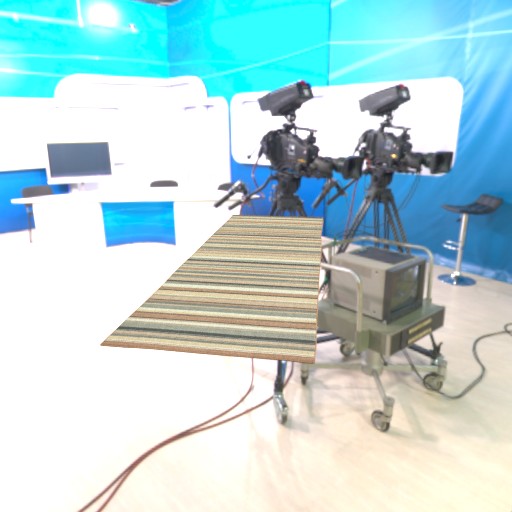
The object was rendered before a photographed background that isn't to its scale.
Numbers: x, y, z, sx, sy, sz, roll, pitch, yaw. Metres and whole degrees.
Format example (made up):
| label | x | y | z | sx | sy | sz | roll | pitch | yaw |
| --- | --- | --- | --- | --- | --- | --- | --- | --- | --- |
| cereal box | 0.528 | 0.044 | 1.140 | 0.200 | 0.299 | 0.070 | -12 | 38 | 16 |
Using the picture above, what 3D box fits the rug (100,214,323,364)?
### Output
| label | x | y | z | sx | sy | sz | roll | pitch | yaw |
| --- | --- | --- | --- | --- | --- | --- | --- | --- | --- |
| rug | 0.000 | 0.000 | 2.736 | 0.799 | 0.010 | 2.444 | 3 | 17 | 9 |
